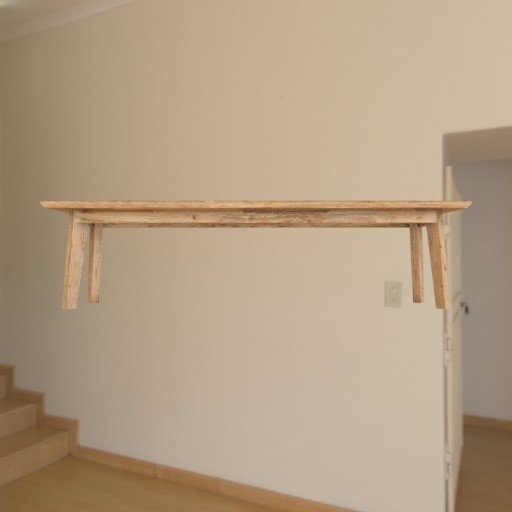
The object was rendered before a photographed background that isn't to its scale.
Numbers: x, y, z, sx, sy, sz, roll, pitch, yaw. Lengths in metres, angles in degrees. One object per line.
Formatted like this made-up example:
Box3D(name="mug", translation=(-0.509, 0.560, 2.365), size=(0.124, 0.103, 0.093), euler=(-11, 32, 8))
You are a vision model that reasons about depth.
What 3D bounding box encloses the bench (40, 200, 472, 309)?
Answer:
Box3D(name="bench", translation=(0.000, 0.000, 1.928), size=(1.698, 0.431, 0.378), euler=(0, -1, 0))
